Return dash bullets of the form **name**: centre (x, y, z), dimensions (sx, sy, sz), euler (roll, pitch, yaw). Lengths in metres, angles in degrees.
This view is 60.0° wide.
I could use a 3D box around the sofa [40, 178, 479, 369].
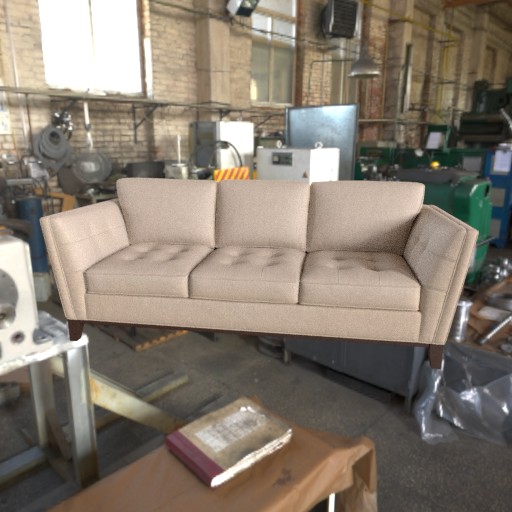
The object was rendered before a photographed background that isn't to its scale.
- **sofa**: centre (0.000, 0.000, 2.896), dimensions (2.388, 0.940, 0.965), euler (2, 15, 9)
